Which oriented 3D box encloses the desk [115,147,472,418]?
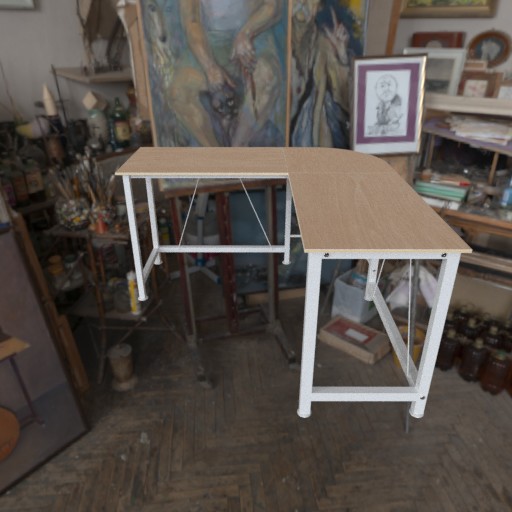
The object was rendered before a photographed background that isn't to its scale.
[{"bbox_3d":[0.000,0.000,2.227,1.400,0.762,1.400,0,27,0],"label":"desk"}]
